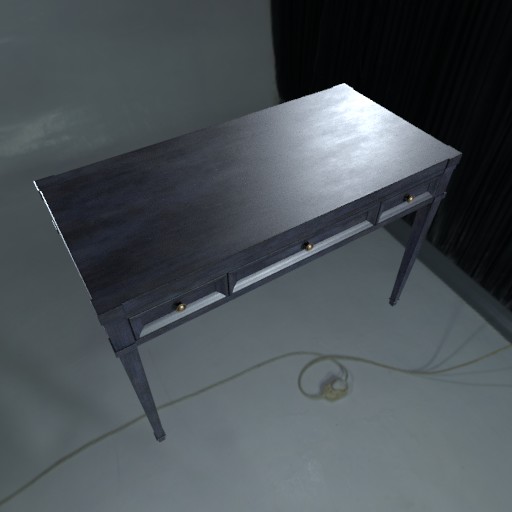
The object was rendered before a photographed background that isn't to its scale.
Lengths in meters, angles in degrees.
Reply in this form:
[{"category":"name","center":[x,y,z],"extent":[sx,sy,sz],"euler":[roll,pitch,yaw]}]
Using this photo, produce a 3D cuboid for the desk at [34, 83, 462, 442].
[{"category":"desk","center":[0.000,0.000,1.787],"extent":[1.289,0.861,0.630],"euler":[-25,51,-22]}]
